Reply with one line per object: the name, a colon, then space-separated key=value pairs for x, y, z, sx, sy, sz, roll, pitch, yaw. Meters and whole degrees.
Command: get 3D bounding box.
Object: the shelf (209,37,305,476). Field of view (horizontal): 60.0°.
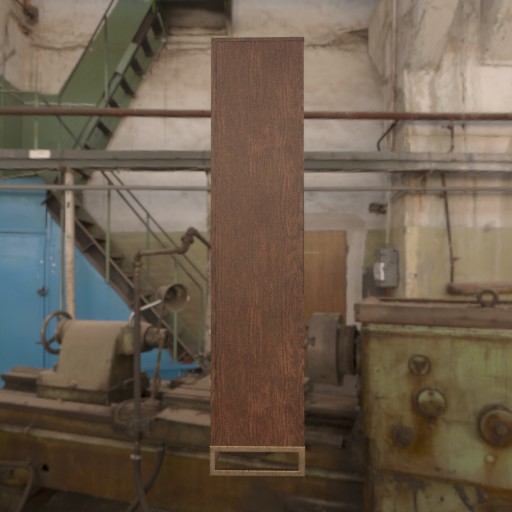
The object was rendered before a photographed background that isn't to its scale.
shelf: x=0.000 y=0.000 z=2.018 sx=0.395 sy=1.732 sz=0.539 roll=0 pitch=-1 yaw=1
